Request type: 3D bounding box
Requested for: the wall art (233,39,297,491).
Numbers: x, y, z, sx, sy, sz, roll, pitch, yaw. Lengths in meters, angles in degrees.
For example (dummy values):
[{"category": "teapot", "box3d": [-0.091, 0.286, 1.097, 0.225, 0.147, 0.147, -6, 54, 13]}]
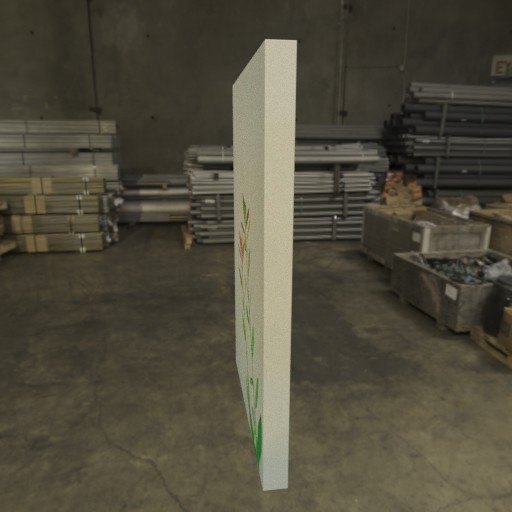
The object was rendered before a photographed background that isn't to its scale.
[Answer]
[{"category": "wall art", "box3d": [0.000, 0.000, 0.777, 0.038, 0.611, 0.408, -2, 14, -8]}]
